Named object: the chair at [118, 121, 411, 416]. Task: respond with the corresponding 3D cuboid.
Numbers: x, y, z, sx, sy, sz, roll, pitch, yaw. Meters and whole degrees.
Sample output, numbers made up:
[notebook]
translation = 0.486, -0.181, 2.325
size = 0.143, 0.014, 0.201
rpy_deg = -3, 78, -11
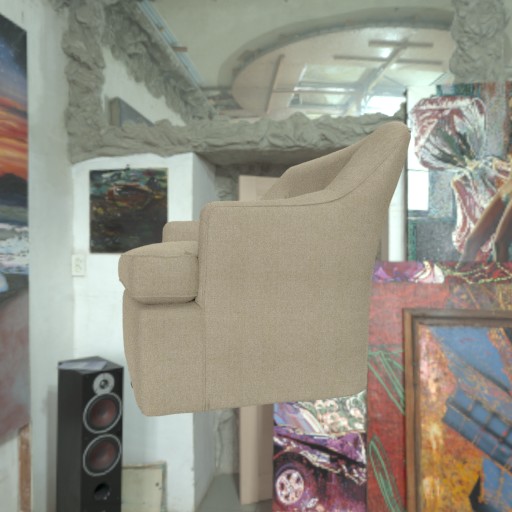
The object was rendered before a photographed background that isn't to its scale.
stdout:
[chair]
translation = 0.000, 0.000, 1.584
size = 0.923, 0.856, 0.864
rpy_deg = 0, 0, -19
